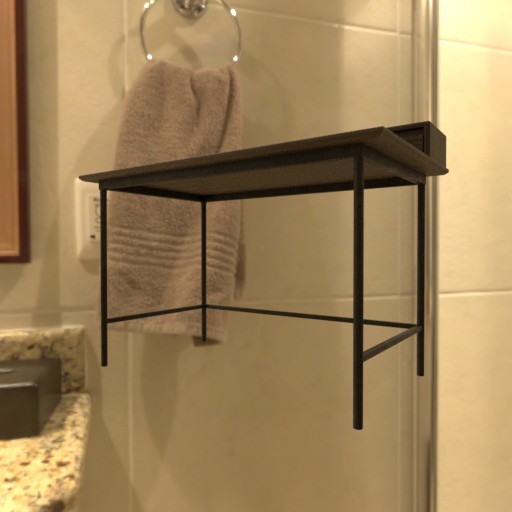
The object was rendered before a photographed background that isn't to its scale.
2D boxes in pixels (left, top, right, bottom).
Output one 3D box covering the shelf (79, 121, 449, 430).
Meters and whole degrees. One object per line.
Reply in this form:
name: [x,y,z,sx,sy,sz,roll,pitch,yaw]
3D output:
shelf: [0.000,0.000,1.666,1.212,0.865,0.685,1,1,35]
